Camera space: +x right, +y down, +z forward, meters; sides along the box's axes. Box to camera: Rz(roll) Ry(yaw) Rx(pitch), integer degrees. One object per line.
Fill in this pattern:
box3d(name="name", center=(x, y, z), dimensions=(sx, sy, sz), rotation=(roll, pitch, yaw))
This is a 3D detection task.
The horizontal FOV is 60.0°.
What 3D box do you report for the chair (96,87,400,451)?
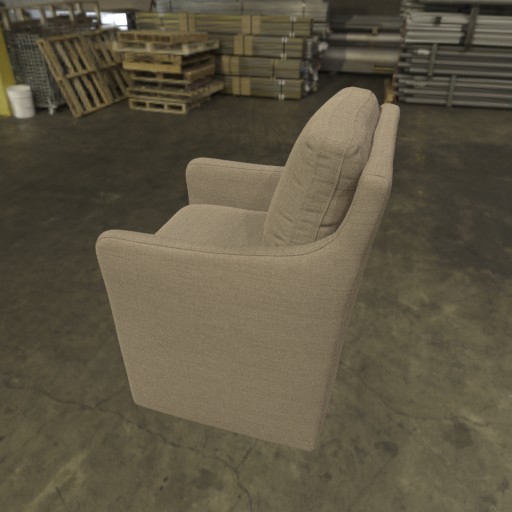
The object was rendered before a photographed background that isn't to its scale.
box3d(name="chair", center=(0.000, 0.000, 1.334), dimensions=(0.694, 0.914, 0.626), rotation=(9, 33, 14))
